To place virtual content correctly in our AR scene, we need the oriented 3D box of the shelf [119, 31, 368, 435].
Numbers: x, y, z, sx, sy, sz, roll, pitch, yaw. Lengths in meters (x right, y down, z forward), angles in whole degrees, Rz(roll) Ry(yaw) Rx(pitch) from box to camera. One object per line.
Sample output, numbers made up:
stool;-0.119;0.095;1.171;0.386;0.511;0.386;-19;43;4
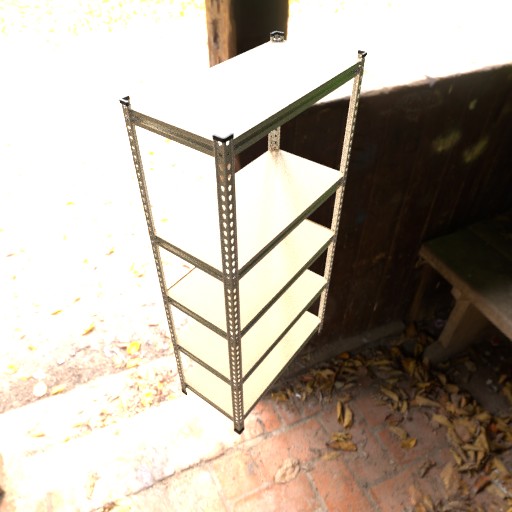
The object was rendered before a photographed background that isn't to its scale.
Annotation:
shelf;0.000;0.000;2.245;0.457;1.829;0.914;27;49;26
